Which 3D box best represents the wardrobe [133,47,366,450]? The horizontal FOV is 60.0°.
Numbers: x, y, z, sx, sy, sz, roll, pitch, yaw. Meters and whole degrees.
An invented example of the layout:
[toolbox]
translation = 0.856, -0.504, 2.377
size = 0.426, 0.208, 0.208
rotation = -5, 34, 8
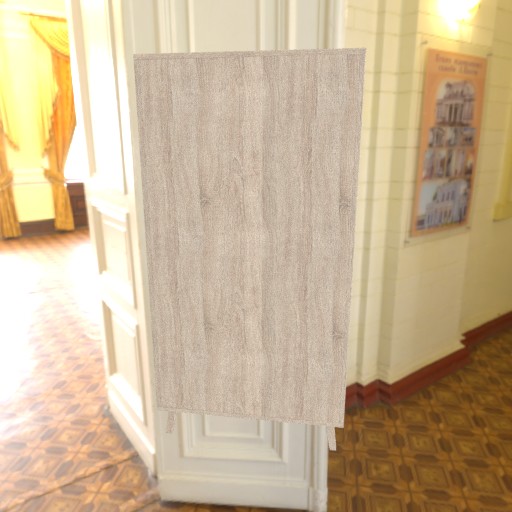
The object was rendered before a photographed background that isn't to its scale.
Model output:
[wardrobe]
translation = 0.000, 0.000, 2.418
size = 1.000, 1.960, 0.600
rotation = 2, 15, 8
